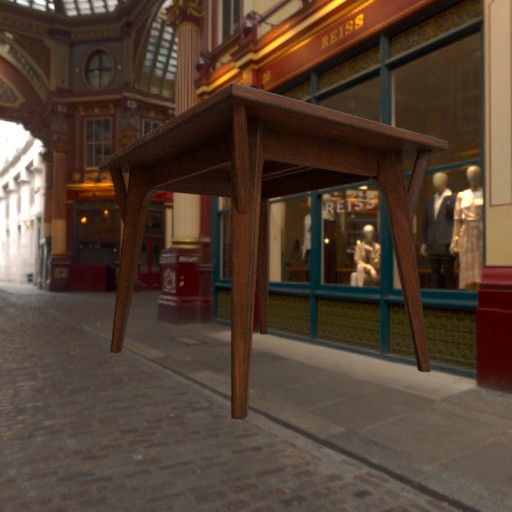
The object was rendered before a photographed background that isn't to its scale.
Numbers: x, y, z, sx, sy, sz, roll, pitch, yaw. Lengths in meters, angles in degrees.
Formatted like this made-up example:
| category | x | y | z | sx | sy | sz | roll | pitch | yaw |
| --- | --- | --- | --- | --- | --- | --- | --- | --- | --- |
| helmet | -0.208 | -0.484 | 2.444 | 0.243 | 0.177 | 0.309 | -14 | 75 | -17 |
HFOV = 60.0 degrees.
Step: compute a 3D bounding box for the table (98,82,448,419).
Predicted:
| category | x | y | z | sx | sy | sz | roll | pitch | yaw |
| --- | --- | --- | --- | --- | --- | --- | --- | --- | --- |
| table | 0.000 | 0.000 | 1.610 | 0.838 | 0.761 | 0.991 | 0 | 0 | -36 |
